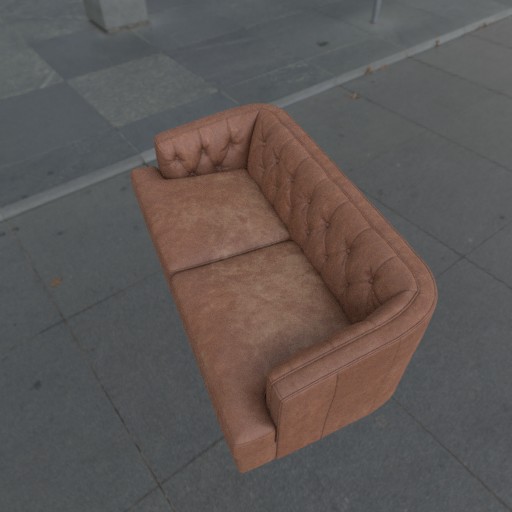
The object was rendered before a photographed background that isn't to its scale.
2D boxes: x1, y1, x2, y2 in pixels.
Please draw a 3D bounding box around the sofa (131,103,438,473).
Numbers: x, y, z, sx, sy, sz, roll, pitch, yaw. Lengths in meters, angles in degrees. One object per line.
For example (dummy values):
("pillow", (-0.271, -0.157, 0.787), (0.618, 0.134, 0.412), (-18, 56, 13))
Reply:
("sofa", (0.000, 0.000, 2.254), (0.914, 0.786, 1.755), (-17, 49, -15))
